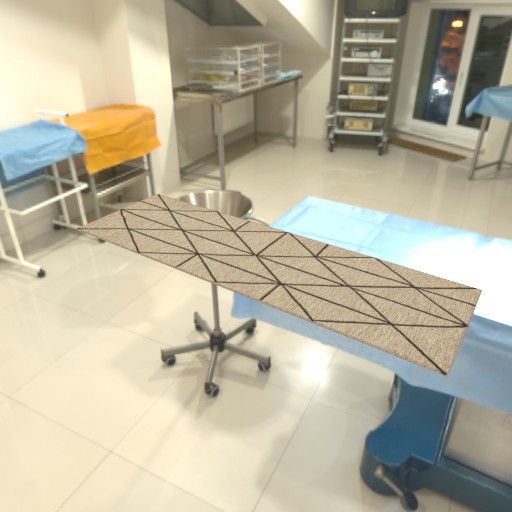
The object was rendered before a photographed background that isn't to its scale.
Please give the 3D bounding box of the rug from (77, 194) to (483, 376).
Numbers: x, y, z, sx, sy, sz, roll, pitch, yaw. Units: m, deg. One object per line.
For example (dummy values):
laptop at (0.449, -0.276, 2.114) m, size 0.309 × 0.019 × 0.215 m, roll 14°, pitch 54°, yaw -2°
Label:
rug at (0.000, 0.000, 2.705) m, size 2.438 × 0.012 × 0.762 m, roll 19°, pitch 35°, yaw 29°
